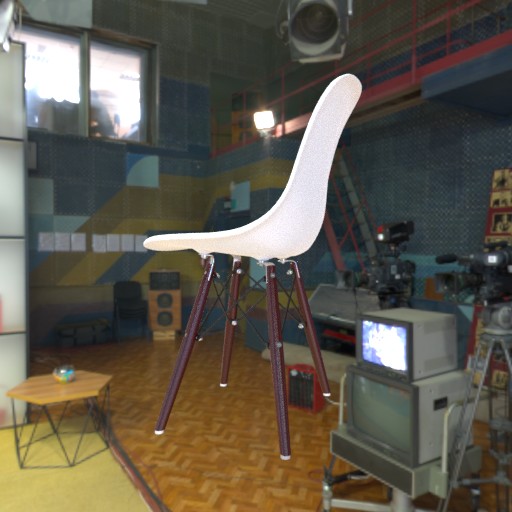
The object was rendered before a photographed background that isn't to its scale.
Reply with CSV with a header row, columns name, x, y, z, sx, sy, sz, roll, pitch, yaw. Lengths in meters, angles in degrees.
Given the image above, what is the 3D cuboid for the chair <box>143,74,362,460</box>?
name,x,y,z,sx,sy,sz,roll,pitch,yaw
chair,0.000,0.000,1.155,0.533,0.826,0.470,0,1,19
